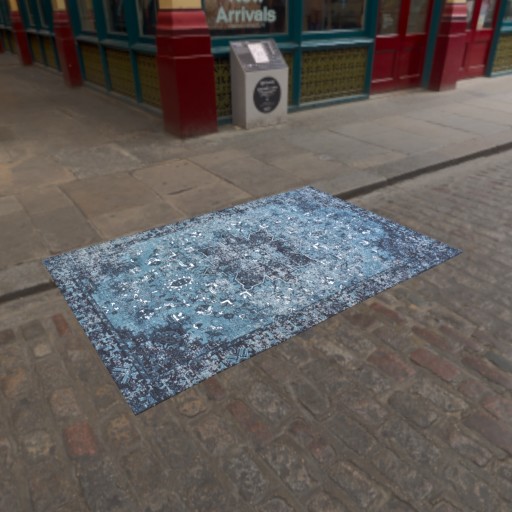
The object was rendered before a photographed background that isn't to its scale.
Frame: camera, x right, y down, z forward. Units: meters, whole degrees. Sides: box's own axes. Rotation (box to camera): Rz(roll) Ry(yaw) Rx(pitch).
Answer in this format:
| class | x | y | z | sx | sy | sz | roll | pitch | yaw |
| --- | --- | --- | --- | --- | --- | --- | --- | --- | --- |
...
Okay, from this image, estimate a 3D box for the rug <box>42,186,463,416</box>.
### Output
| class | x | y | z | sx | sy | sz | roll | pitch | yaw |
| --- | --- | --- | --- | --- | --- | --- | --- | --- | --- |
| rug | 0.000 | 0.000 | 2.304 | 1.828 | 0.005 | 1.219 | -20 | 35 | -31 |
